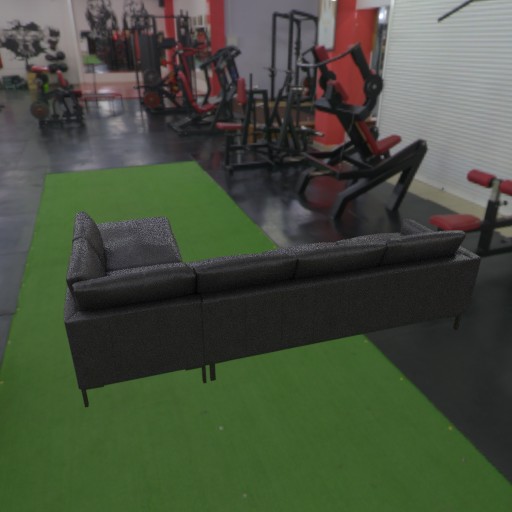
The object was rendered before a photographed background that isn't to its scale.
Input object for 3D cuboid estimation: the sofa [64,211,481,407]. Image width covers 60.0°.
[{"bbox_3d":[0.000,0.000,3.854,2.984,0.877,1.938,-8,27,-16],"label":"sofa"}]
